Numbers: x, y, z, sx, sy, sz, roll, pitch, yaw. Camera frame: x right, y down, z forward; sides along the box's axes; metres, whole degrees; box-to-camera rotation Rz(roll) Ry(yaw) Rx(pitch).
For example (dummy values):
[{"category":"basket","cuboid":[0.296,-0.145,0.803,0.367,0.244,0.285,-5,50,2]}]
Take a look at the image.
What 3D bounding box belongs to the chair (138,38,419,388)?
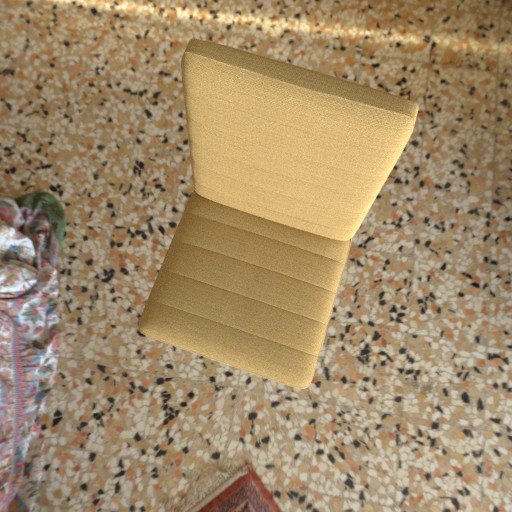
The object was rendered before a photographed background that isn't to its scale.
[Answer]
[{"category":"chair","cuboid":[0.000,0.000,1.291,0.520,0.930,0.634,18,77,4]}]
